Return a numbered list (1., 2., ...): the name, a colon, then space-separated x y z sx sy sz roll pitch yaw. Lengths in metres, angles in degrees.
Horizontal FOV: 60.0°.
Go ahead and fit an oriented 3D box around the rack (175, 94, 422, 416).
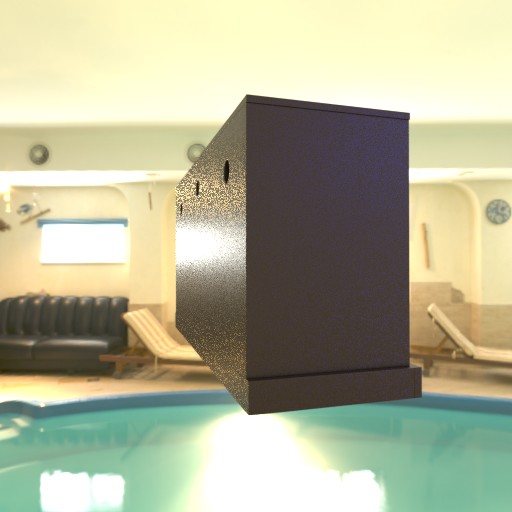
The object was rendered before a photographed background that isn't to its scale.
1. rack: 0.000 0.000 1.501 0.399 0.635 1.206 0 -1 -17
